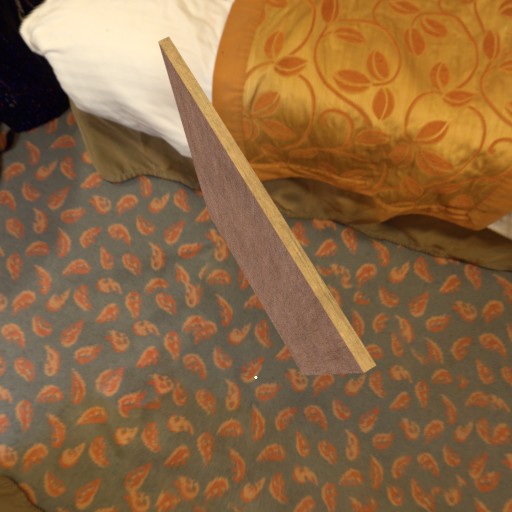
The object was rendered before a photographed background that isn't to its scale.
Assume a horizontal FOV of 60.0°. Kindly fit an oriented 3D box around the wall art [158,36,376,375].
[{"bbox_3d":[0.000,0.000,0.910,0.018,0.686,0.534,-29,77,-8],"label":"wall art"}]
